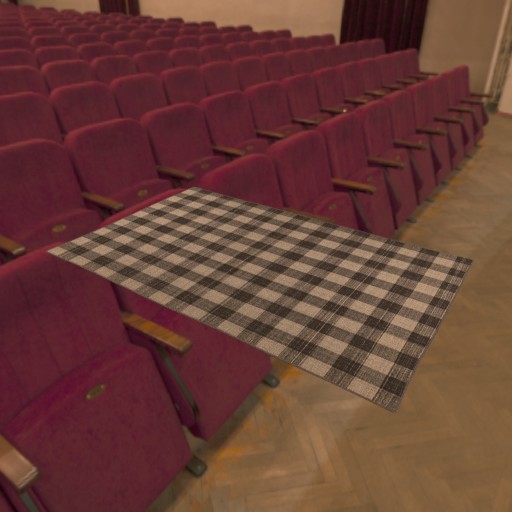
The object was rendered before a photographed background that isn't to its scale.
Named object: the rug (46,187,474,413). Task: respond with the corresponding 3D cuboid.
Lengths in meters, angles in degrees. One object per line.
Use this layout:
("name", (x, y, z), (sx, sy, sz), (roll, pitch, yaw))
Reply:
("rug", (0.000, 0.000, 3.012), (2.476, 0.011, 1.554), (19, 34, 30))
